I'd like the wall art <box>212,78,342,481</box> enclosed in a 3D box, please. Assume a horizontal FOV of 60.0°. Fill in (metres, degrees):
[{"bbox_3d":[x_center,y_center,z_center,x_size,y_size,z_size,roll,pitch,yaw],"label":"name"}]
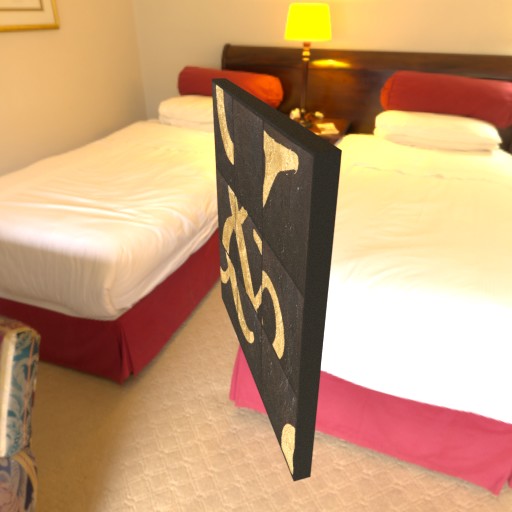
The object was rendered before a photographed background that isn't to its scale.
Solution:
[{"bbox_3d":[0.000,0.000,1.140,0.044,0.758,0.758,-8,31,-14],"label":"wall art"}]
